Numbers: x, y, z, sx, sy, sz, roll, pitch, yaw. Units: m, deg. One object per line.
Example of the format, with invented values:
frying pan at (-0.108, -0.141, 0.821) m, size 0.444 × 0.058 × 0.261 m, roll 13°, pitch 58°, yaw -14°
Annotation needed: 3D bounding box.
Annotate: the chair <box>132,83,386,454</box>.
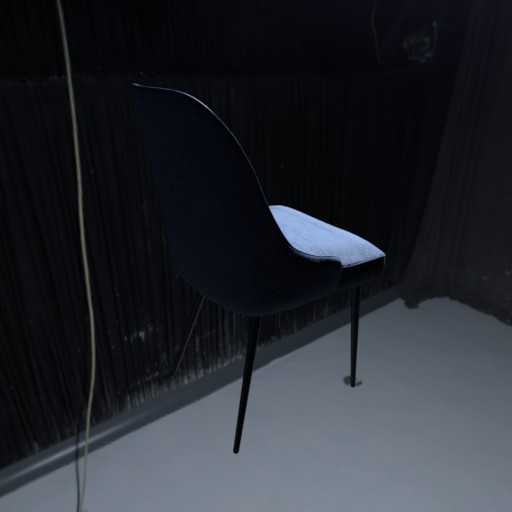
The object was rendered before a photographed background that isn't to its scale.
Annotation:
chair at (0.000, 0.000, 1.215) m, size 0.559 × 0.896 × 0.478 m, roll -17°, pitch 30°, yaw -32°
